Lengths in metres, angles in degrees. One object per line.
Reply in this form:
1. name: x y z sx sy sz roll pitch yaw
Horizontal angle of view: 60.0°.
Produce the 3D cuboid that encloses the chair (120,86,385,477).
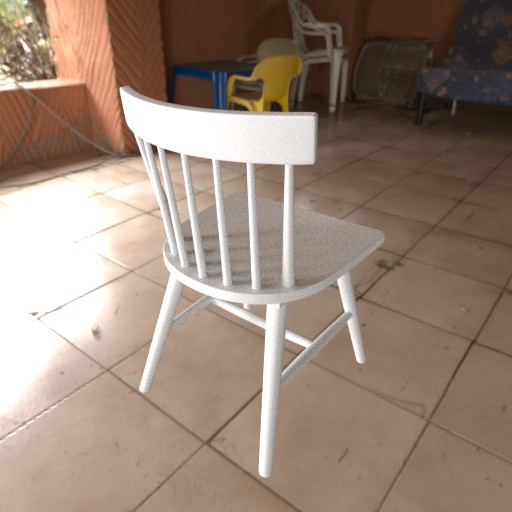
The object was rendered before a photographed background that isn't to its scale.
1. chair: 0.000 0.000 1.098 0.483 0.787 0.500 20 35 32
